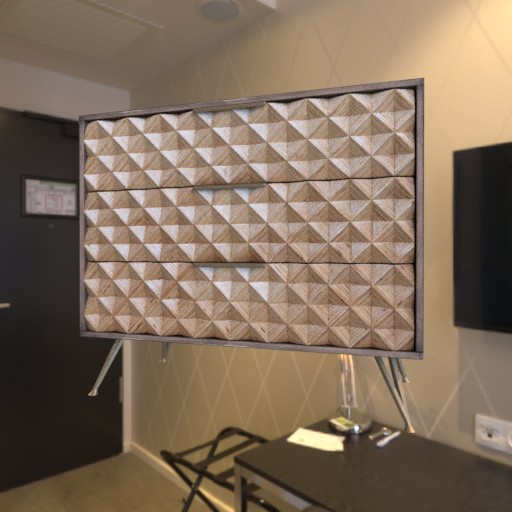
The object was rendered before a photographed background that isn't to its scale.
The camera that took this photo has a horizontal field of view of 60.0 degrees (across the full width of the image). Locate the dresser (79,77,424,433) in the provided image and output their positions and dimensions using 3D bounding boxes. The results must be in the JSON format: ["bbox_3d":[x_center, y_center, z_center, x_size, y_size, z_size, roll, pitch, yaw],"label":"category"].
[{"bbox_3d":[0.000,0.000,1.336,0.923,0.801,0.453,0,1,17],"label":"dresser"}]
